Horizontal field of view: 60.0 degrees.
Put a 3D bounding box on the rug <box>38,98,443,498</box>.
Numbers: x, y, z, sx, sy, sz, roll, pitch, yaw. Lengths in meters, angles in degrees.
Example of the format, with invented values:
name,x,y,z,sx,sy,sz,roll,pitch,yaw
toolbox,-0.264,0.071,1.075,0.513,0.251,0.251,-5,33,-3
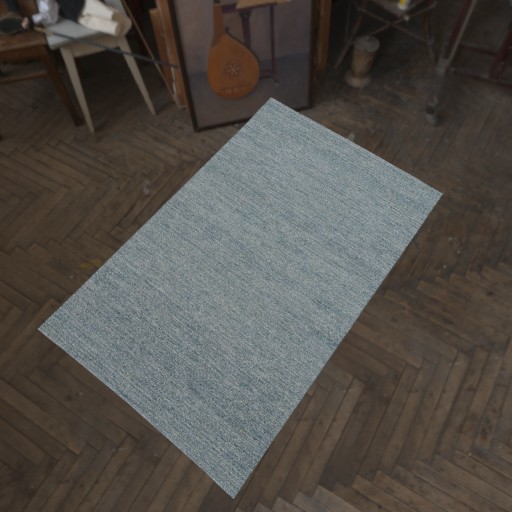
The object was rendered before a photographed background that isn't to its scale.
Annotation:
name,x,y,z,sx,sy,sz,roll,pitch,yaw
rug,0.000,0.000,2.253,1.174,0.022,1.853,34,69,16
